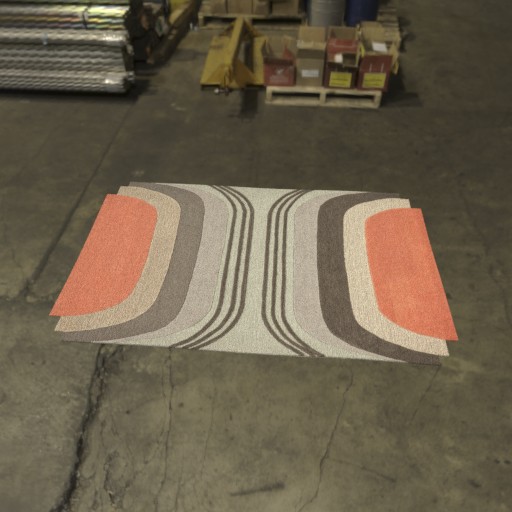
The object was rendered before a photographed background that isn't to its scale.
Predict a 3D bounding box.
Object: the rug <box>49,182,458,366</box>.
[{"bbox_3d":[0.000,0.000,3.042,2.446,0.017,1.530,3,46,3],"label":"rug"}]
